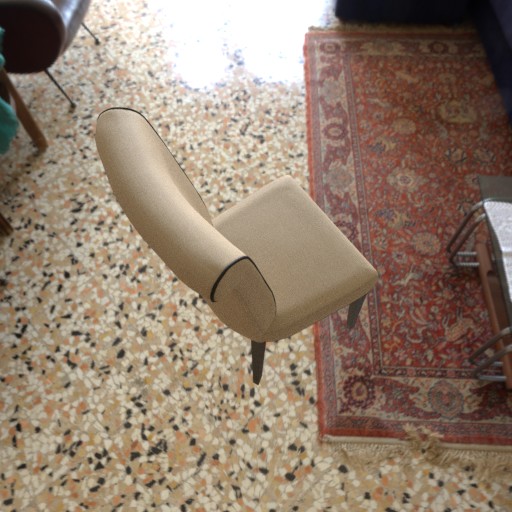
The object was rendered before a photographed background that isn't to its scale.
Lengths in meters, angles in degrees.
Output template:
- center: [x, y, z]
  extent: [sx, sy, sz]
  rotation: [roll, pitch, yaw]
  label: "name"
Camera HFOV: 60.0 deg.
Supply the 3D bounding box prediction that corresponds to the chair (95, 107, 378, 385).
- center: [0.000, 0.000, 1.356]
  extent: [0.623, 0.997, 0.522]
  rotation: [-29, 63, -16]
  label: "chair"
